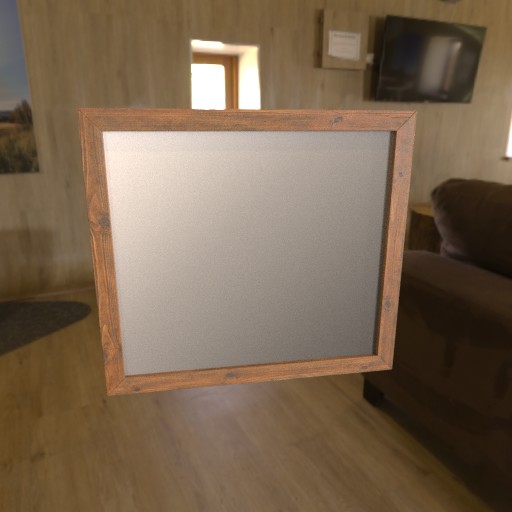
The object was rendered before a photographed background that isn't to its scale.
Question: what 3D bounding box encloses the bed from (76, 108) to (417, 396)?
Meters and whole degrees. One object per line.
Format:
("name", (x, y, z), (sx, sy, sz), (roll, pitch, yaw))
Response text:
("bed", (0.000, 0.000, 1.499), (1.046, 0.942, 0.046), (-3, 16, -9))
